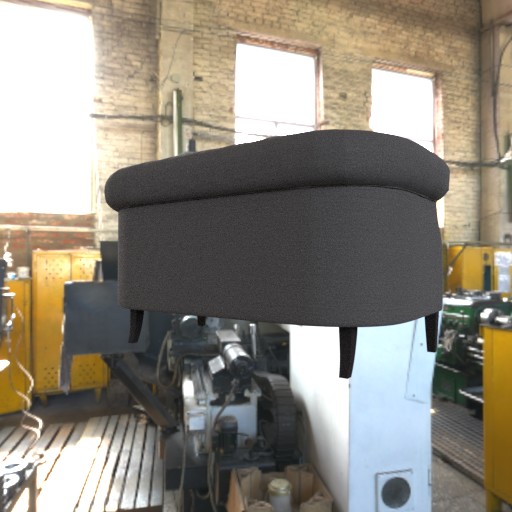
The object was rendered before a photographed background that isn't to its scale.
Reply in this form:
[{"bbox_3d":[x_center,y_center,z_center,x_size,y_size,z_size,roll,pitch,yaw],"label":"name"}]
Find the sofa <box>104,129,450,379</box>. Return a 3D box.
[{"bbox_3d":[0.000,0.000,2.011,1.558,0.827,0.835,-1,-1,36],"label":"sofa"}]
